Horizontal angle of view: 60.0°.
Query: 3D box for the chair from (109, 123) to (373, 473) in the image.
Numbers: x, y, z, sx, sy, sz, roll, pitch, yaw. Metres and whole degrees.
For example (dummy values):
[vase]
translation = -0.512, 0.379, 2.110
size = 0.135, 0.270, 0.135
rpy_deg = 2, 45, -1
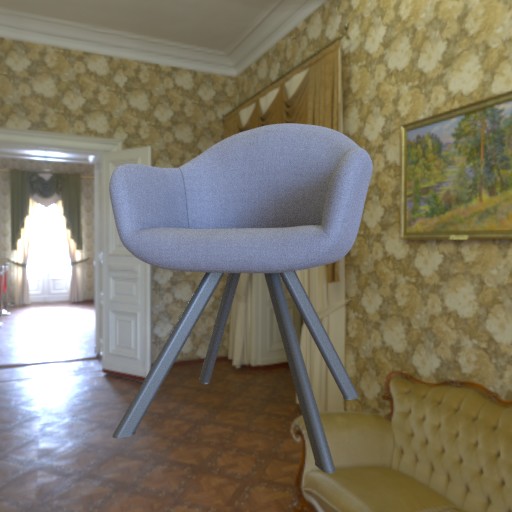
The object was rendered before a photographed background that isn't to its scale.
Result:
[chair]
translation = 0.000, 0.000, 1.152
size = 0.590, 0.795, 0.550
rpy_deg = 0, 1, 19
